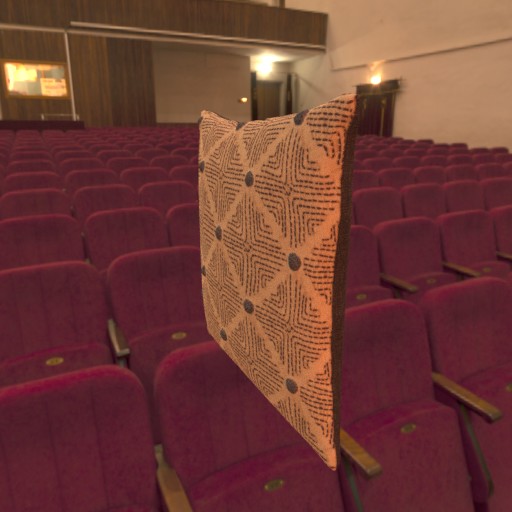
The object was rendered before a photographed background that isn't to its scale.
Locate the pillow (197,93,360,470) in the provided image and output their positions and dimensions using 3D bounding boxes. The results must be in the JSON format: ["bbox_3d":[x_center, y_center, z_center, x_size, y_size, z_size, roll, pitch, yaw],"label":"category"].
[{"bbox_3d":[0.000,0.000,0.782,0.145,0.510,0.510,-8,18,-25],"label":"pillow"}]
